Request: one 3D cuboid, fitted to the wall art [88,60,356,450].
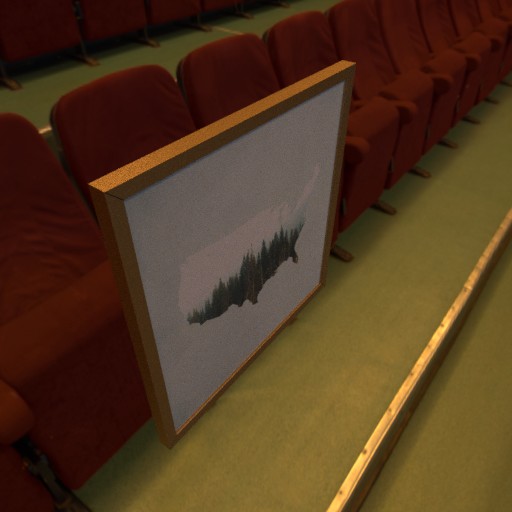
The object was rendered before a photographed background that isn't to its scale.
[{"bbox_3d":[0.000,0.000,1.120,0.038,0.762,0.762,26,47,28],"label":"wall art"}]
